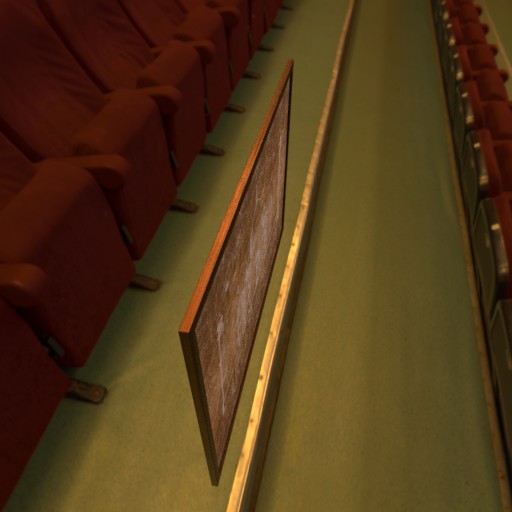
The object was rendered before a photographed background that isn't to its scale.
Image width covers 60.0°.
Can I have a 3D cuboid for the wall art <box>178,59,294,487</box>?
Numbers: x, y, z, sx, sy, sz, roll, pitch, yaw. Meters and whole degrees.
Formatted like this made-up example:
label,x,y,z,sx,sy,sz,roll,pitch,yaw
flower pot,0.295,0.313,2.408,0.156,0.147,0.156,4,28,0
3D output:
label,x,y,z,sx,sy,sz,roll,pitch,yaw
wall art,0.000,0.000,1.004,0.014,0.559,0.816,9,46,8
